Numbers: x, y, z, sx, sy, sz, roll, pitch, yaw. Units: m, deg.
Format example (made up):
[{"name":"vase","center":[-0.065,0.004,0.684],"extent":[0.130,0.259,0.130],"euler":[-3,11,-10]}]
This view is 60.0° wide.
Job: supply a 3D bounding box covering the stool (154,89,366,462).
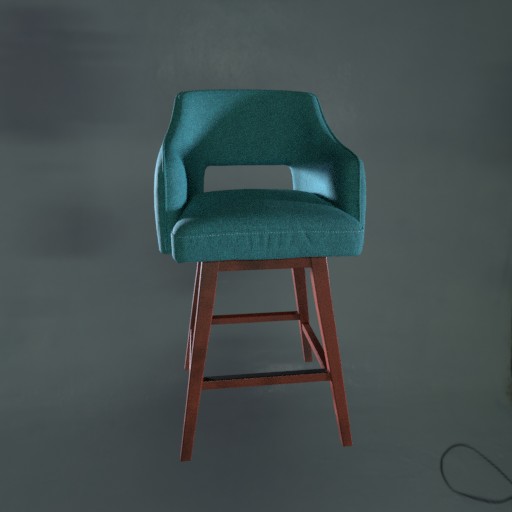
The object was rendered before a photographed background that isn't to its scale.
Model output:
[{"name":"stool","center":[0.000,0.000,1.319],"extent":[0.548,0.961,0.556],"euler":[-2,17,-7]}]
